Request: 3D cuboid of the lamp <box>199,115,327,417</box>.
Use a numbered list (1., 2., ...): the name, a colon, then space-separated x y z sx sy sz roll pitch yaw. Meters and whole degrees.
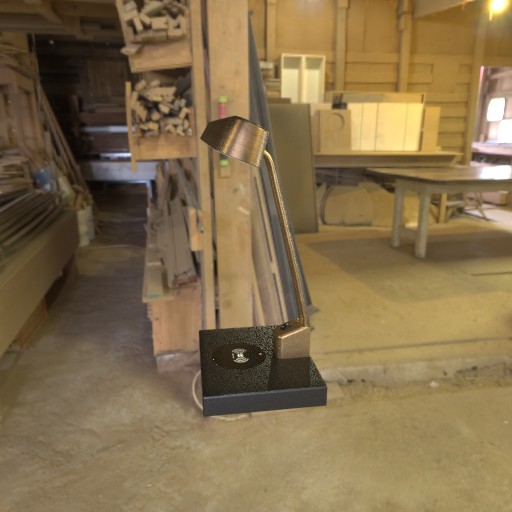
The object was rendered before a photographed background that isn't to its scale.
1. lamp: 0.000 0.000 0.587 0.156 0.345 0.412 -2 16 -8
